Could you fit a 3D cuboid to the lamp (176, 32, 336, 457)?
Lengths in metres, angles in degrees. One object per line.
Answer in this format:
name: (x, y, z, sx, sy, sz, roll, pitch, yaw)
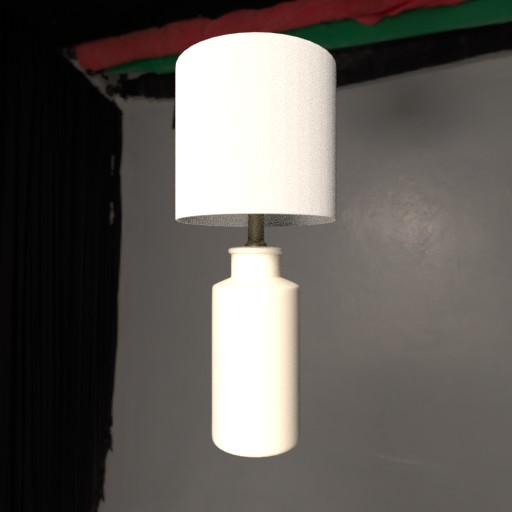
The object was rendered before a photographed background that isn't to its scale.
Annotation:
lamp: (0.000, 0.000, 0.594, 0.212, 0.493, 0.212, 0, 0, 19)
